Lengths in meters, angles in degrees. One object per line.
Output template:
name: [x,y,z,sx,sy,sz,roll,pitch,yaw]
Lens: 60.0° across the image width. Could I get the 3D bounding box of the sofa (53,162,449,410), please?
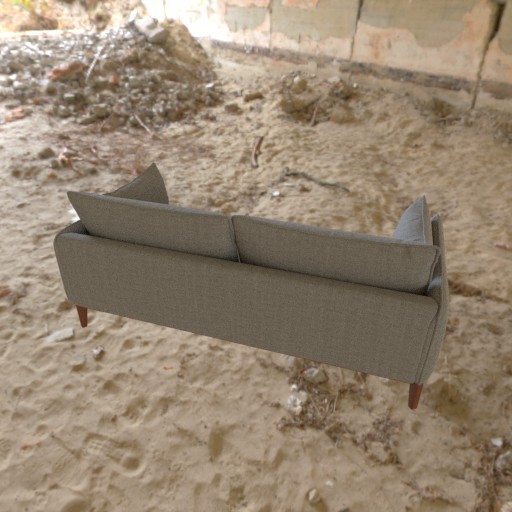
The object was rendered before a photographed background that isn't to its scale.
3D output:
sofa: [0.000,0.000,2.504,1.989,0.851,0.972,10,32,16]
